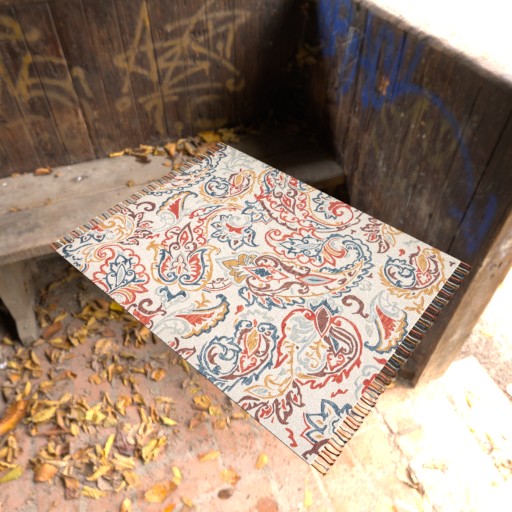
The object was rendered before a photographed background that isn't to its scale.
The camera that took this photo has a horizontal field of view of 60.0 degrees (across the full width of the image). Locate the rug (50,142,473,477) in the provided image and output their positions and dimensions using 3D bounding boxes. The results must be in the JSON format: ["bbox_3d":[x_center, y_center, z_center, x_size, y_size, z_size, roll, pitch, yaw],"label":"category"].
[{"bbox_3d":[0.000,0.000,4.264,3.274,0.015,2.439,32,54,27],"label":"rug"}]
